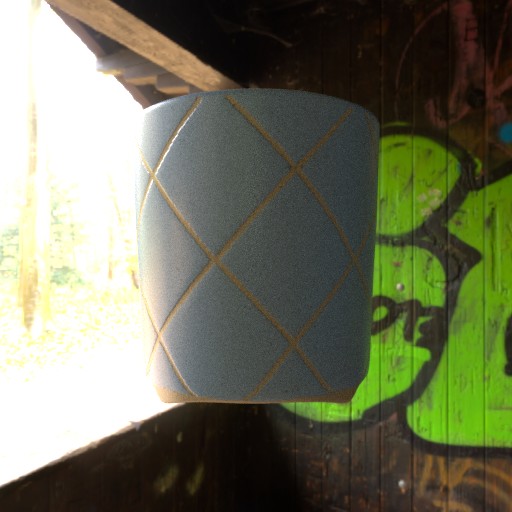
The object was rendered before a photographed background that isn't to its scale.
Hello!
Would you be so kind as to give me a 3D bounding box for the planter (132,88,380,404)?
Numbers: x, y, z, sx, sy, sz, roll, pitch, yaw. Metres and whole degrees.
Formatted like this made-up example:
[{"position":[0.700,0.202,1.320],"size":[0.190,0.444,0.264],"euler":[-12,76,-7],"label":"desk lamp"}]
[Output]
[{"position":[0.000,0.000,0.422],"size":[0.227,0.235,0.227],"euler":[0,0,0],"label":"planter"}]
